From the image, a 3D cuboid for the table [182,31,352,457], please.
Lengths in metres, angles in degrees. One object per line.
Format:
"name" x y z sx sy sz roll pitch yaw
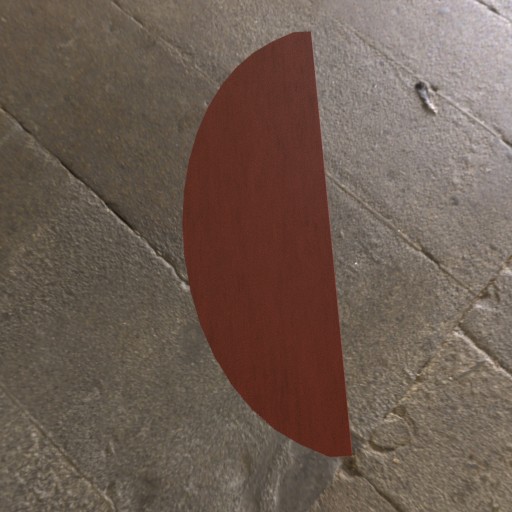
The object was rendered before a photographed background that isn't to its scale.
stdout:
"table" 0.000 0.000 1.593 0.405 0.779 1.219 -3 75 -1
